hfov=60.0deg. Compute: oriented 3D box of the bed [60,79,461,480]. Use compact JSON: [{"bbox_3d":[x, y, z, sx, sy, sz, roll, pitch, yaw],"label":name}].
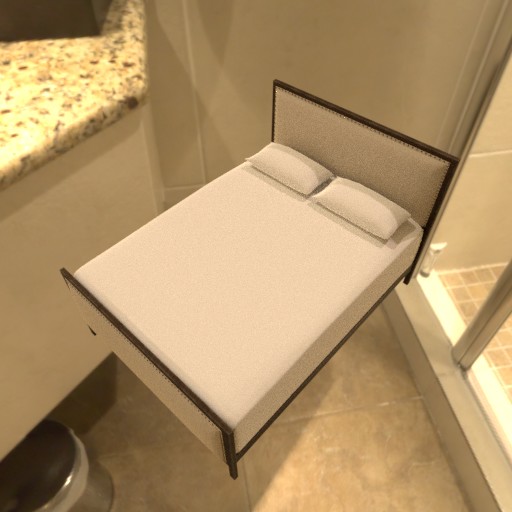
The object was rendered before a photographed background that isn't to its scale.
[{"bbox_3d":[0.000,0.000,3.216,1.607,1.313,2.221,35,57,27],"label":"bed"}]
